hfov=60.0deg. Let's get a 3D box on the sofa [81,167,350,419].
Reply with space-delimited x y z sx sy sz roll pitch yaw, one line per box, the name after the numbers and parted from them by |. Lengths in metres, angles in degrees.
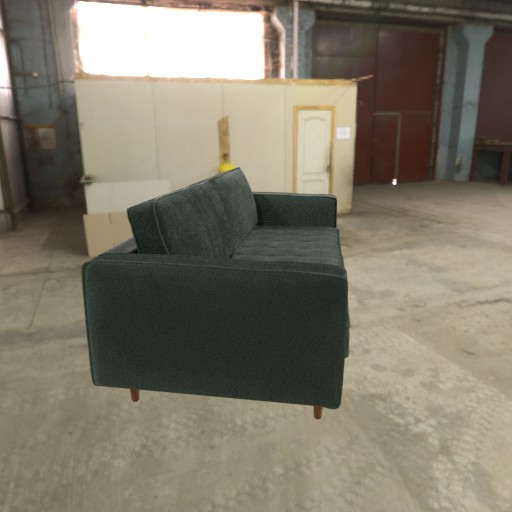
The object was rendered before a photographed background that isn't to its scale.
0.000 0.000 2.259 0.886 0.781 1.816 2 16 9 | sofa
